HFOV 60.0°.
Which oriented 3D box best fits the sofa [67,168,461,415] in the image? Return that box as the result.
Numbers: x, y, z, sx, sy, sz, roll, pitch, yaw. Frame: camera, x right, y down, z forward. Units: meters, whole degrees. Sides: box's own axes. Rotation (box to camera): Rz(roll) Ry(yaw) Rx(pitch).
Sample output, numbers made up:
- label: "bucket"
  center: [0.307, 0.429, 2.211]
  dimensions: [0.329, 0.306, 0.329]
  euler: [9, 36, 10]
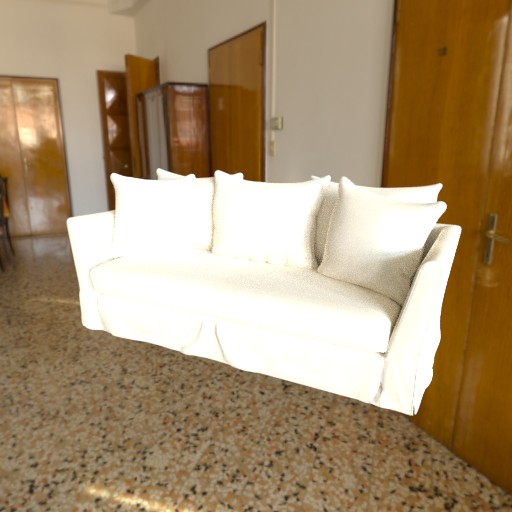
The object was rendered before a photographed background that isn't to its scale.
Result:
- label: "sofa"
  center: [0.000, 0.000, 2.830]
  dimensions: [2.290, 1.034, 1.031]
  euler: [8, 17, 27]
